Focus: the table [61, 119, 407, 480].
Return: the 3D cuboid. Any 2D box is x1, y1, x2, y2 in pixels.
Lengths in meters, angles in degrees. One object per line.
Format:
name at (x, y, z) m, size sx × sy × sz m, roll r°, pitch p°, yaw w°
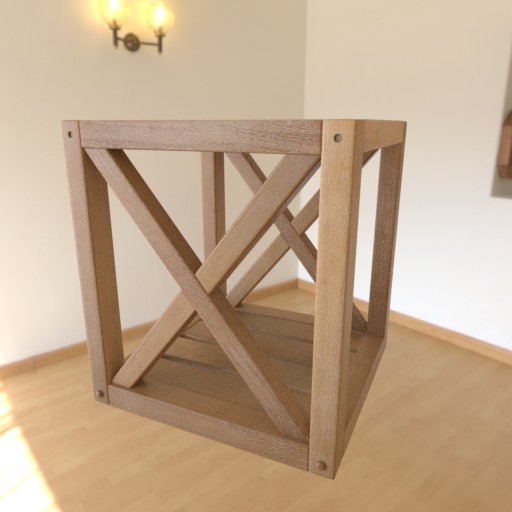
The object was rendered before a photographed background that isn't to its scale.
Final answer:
table at (0.000, 0.000, 1.042) m, size 0.559 × 0.610 × 0.558 m, roll 8°, pitch 18°, yaw 24°
